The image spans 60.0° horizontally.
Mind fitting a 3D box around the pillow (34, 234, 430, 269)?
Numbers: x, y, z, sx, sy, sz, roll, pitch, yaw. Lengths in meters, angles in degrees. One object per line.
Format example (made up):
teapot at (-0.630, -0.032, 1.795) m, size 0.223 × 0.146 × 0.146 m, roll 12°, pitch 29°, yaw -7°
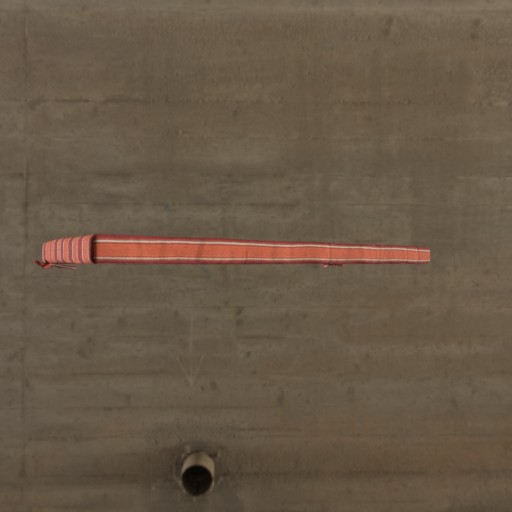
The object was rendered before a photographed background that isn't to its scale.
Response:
pillow at (0.000, 0.000, 1.373) m, size 1.187 × 0.081 × 0.492 m, roll 1°, pitch -1°, yaw -37°
